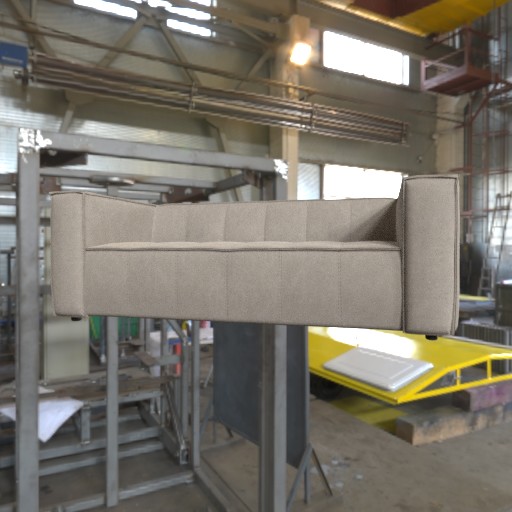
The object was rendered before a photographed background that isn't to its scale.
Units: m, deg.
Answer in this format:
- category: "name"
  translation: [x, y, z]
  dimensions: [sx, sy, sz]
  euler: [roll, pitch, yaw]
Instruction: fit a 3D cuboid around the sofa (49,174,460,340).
- category: "sofa"
  translation: [0.000, 0.000, 2.489]
  dimensions: [1.995, 0.680, 1.038]
  euler: [0, 1, 16]
